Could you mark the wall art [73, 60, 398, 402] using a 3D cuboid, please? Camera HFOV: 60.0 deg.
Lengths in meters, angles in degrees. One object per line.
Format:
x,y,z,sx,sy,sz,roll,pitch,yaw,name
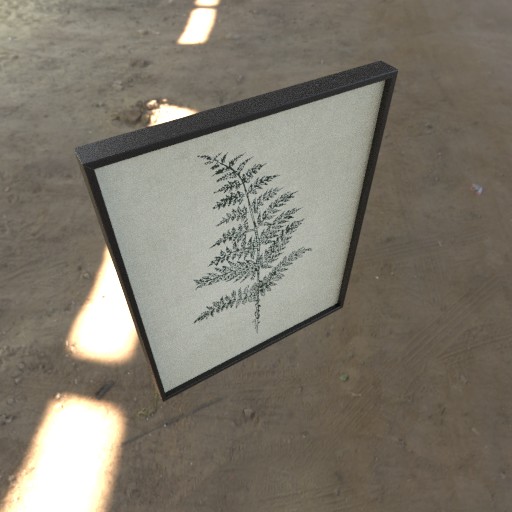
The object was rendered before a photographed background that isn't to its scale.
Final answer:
0.000,0.000,0.759,0.449,0.555,0.039,-24,51,-21,wall art
